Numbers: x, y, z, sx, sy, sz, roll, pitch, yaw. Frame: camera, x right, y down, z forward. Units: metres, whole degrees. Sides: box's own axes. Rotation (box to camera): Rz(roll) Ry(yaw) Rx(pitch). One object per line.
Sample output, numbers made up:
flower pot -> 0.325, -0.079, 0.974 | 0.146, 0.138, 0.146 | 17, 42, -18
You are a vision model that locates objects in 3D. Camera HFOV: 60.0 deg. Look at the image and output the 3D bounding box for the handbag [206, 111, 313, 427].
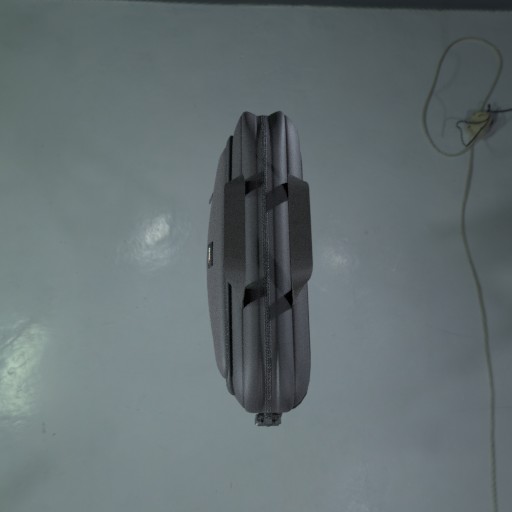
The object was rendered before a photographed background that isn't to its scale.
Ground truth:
handbag -> 0.000, 0.000, 0.579 | 0.126, 0.330, 0.429 | -1, 75, 0
